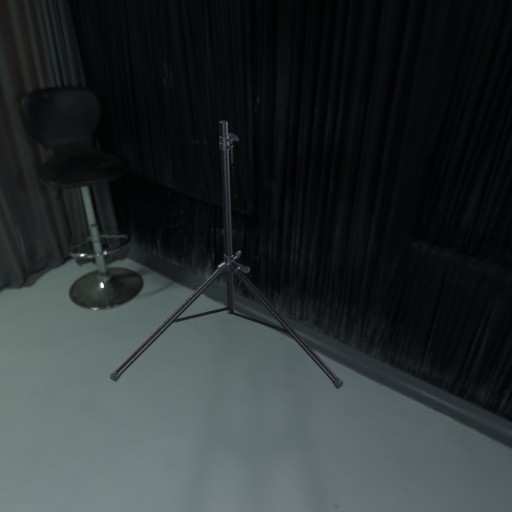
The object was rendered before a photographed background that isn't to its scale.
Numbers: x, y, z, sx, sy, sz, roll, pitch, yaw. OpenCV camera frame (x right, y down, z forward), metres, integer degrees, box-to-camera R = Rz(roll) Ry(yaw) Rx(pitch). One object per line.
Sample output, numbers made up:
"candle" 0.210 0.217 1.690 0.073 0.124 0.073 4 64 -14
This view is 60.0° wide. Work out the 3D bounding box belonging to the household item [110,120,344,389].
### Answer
"household item" 0.000 0.000 2.775 1.339 1.595 1.596 20 37 29
